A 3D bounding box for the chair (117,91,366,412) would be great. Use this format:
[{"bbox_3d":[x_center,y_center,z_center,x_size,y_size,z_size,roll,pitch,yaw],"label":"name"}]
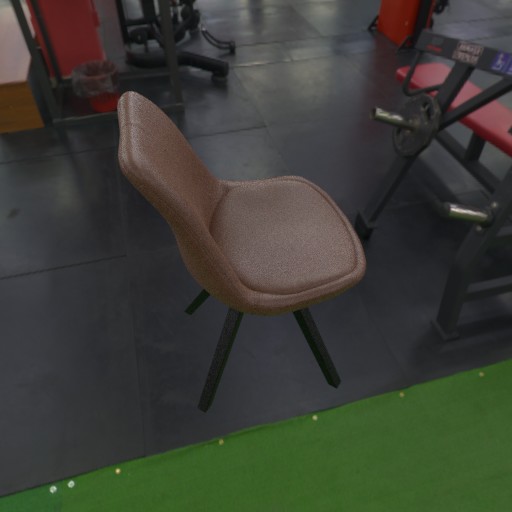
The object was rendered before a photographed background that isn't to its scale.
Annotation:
[{"bbox_3d":[0.000,0.000,1.192,0.550,0.850,0.475,-9,46,-9],"label":"chair"}]
